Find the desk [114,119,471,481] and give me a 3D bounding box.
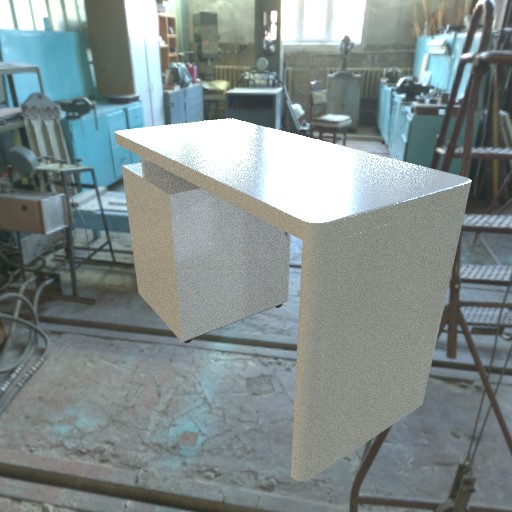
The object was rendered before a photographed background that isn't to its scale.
[{"bbox_3d":[0.000,0.000,1.601,0.550,0.760,1.200,-17,31,-31],"label":"desk"}]
